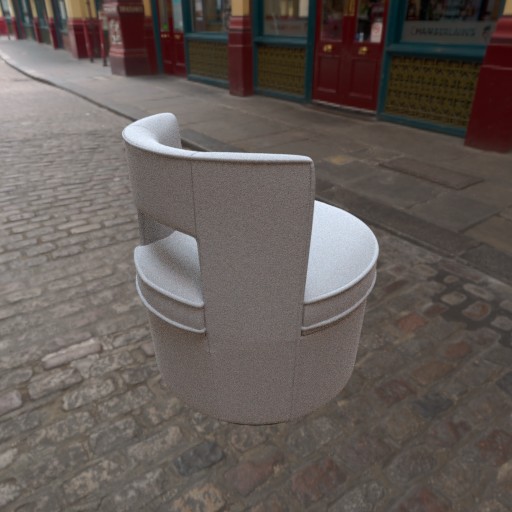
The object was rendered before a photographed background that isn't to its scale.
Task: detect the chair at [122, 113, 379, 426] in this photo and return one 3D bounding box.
[{"bbox_3d":[0.000,0.000,1.239,0.665,0.723,0.650,-19,33,-31],"label":"chair"}]
